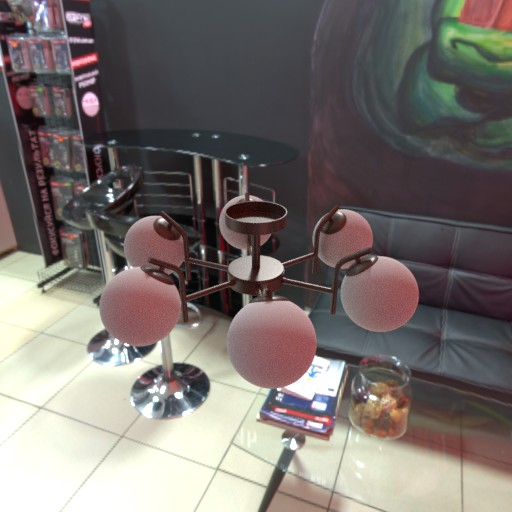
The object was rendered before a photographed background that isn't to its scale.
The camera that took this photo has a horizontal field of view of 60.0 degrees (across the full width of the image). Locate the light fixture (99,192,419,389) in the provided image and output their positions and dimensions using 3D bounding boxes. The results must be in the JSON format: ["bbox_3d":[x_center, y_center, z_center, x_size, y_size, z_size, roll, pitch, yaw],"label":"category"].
[{"bbox_3d":[0.000,0.000,0.935,0.662,0.201,0.662,0,26,0],"label":"light fixture"}]
